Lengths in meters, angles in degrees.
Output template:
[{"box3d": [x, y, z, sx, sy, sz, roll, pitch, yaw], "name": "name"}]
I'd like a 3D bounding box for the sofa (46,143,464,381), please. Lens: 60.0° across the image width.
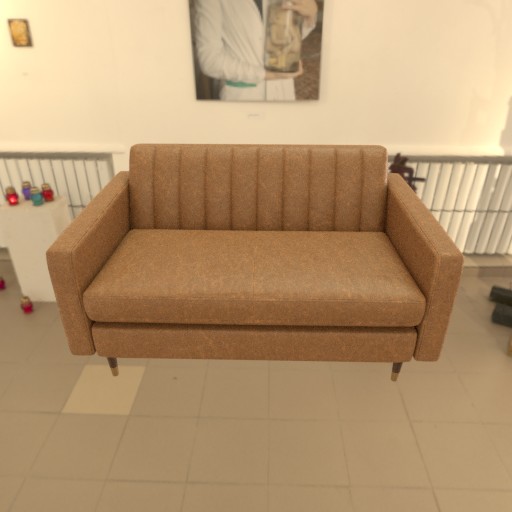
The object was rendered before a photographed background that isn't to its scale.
[{"box3d": [0.000, 0.000, 2.089, 1.549, 0.820, 0.960, 1, 29, 1], "name": "sofa"}]
